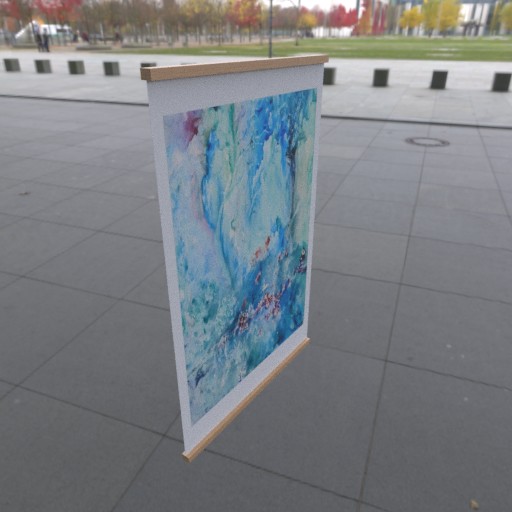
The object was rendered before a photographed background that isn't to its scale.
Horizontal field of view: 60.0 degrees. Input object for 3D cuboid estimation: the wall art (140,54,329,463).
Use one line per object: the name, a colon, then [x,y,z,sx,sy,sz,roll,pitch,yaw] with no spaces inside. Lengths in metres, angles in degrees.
wall art: [0.000,0.000,0.754,0.016,0.611,0.401,18,32,32]
